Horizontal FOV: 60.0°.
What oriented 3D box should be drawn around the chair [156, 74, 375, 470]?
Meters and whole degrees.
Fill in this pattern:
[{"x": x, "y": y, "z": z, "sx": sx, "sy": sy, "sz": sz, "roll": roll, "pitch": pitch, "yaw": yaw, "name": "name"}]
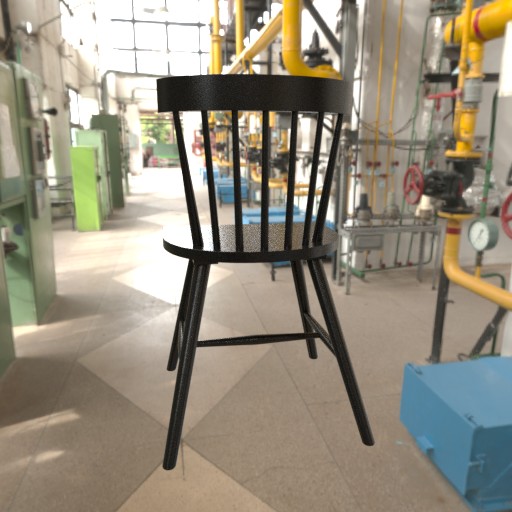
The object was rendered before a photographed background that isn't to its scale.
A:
[{"x": 0.000, "y": 0.000, "z": 1.152, "sx": 0.506, "sy": 0.844, "sz": 0.483, "roll": -2, "pitch": 14, "yaw": -10, "name": "chair"}]
